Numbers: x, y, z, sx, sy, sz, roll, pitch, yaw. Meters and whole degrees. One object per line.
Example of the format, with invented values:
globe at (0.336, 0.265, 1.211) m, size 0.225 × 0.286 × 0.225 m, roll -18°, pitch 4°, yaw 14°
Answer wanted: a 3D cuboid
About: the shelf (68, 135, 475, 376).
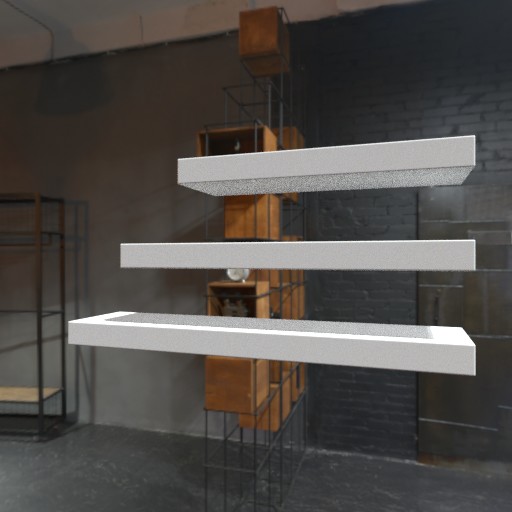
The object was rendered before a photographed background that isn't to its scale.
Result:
shelf at (0.000, 0.000, 0.702) m, size 0.610 × 0.293 × 0.140 m, roll 0°, pitch 0°, yaw 19°
